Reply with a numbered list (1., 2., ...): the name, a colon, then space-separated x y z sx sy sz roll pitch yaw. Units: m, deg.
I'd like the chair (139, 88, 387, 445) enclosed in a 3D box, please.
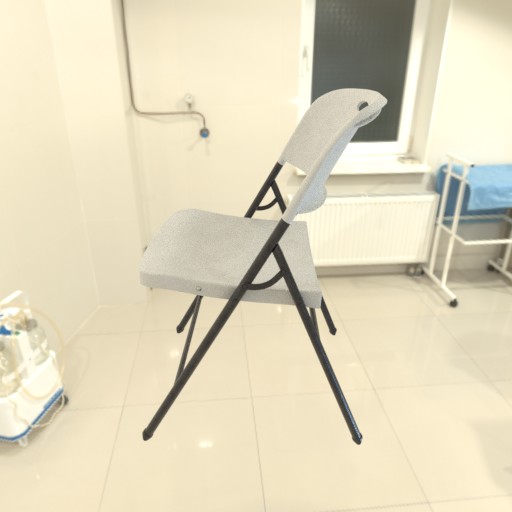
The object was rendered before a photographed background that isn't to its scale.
1. chair: 0.000 0.000 1.161 0.566 0.810 0.494 1 26 1
